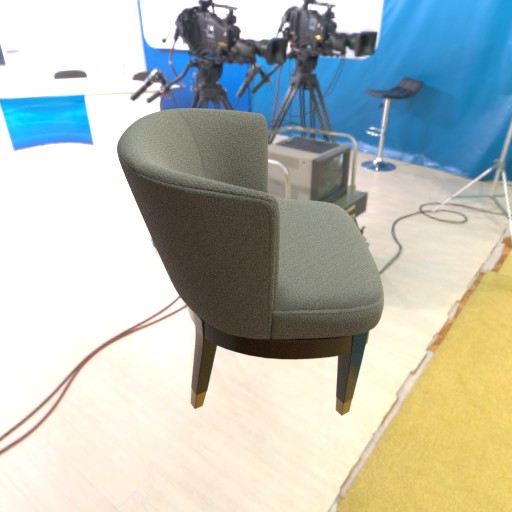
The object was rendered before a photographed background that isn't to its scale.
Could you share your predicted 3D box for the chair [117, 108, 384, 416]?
[{"bbox_3d":[0.000,0.000,1.309,0.660,0.760,0.700,0,30,-1],"label":"chair"}]
